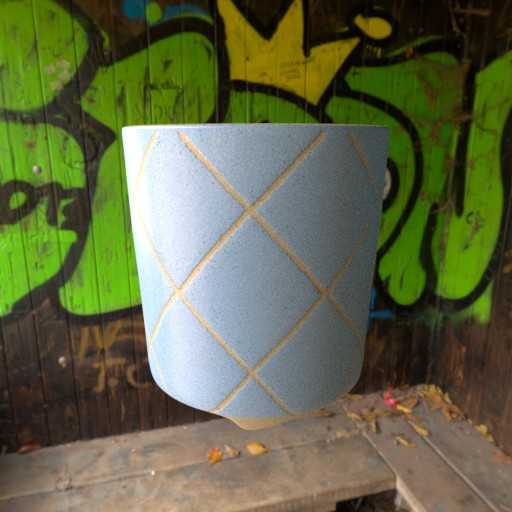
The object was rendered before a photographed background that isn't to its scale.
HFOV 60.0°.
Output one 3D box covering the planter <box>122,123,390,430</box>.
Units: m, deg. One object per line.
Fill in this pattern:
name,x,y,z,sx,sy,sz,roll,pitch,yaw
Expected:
planter,0.000,0.000,0.421,0.227,0.235,0.227,0,15,0
